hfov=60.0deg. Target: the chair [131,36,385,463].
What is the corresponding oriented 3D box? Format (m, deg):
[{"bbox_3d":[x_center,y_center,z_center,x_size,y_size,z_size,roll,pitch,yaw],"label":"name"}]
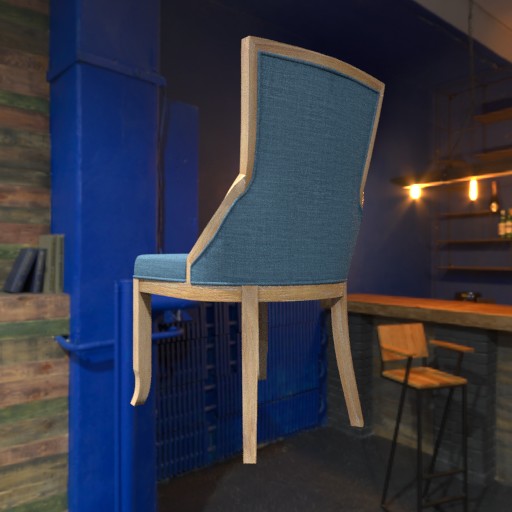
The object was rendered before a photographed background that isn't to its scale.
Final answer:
[{"bbox_3d":[0.000,0.000,1.311,0.524,0.947,0.641,0,0,-36],"label":"chair"}]
